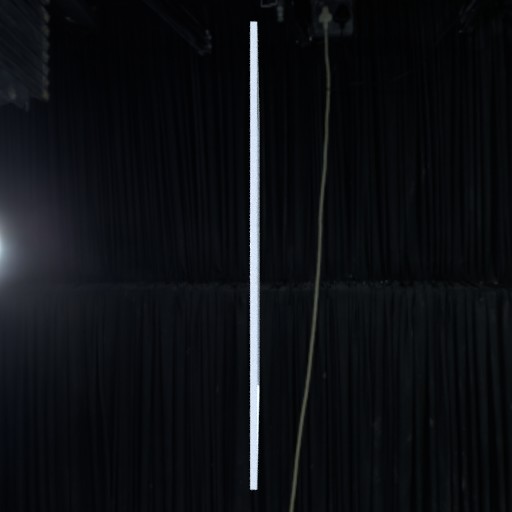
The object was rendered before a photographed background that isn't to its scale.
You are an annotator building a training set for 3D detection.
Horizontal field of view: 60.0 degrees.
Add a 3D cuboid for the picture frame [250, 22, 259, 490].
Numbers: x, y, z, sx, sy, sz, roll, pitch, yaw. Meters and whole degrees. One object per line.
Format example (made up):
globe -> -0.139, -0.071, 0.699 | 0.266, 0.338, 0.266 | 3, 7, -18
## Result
picture frame -> 0.000, 0.000, 1.220 | 0.013, 0.940, 0.659 | 0, 0, 1
